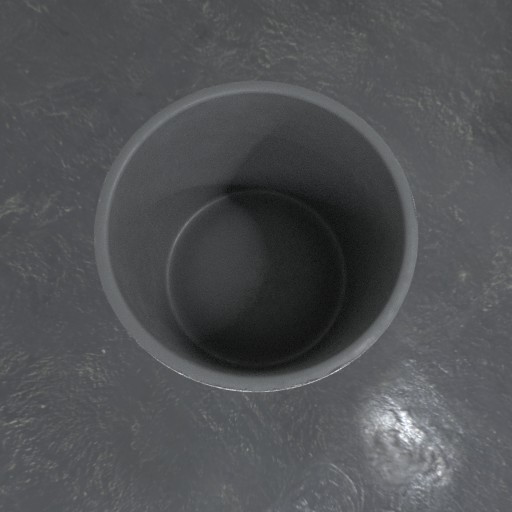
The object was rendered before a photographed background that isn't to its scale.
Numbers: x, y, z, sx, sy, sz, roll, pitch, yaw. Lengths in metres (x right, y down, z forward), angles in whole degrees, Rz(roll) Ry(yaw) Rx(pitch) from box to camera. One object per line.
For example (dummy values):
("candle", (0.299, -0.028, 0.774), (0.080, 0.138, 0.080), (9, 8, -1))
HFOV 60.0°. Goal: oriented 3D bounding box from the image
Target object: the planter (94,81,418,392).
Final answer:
("planter", (0.000, 0.000, 0.446), (0.254, 0.221, 0.254), (0, 76, 0))
